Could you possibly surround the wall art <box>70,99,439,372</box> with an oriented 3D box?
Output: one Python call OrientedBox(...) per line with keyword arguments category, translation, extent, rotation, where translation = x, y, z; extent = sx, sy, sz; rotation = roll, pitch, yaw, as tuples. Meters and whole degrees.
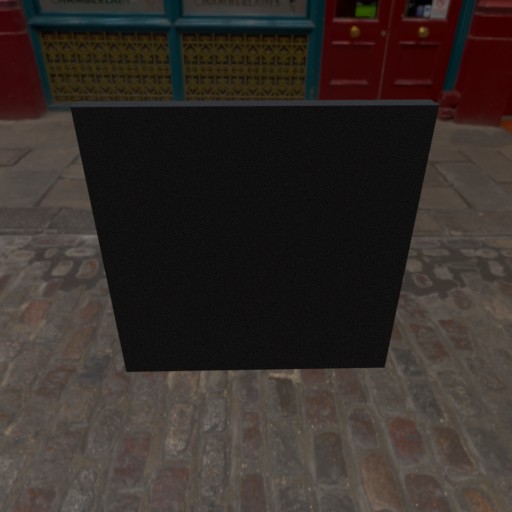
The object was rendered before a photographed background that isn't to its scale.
OrientedBox(category="wall art", translation=(0.000, 0.000, 0.686), extent=(0.462, 0.458, 0.030), rotation=(-1, 31, -1))
